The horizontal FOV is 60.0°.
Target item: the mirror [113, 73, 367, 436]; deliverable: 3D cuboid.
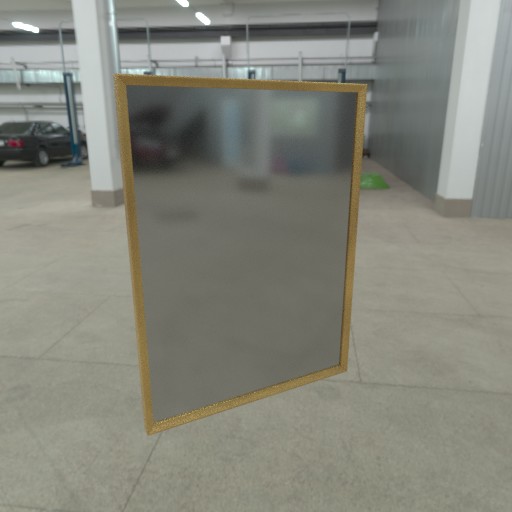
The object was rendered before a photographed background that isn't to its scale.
[{"bbox_3d":[0.000,0.000,1.374,0.762,1.016,0.041,-9,20,-27],"label":"mirror"}]
